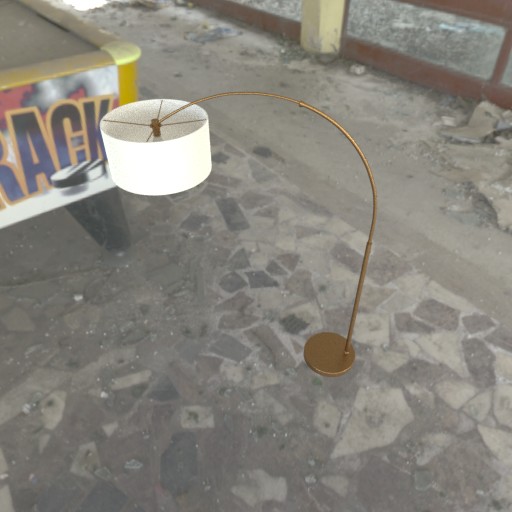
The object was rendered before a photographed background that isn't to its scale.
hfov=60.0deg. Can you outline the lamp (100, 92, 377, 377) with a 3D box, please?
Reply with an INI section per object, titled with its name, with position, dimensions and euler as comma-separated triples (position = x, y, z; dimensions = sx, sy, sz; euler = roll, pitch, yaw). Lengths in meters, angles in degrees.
[lamp]
position = 0.000, 0.000, 2.607
dimensions = 1.434, 1.927, 0.493
euler = -1, 40, -1
